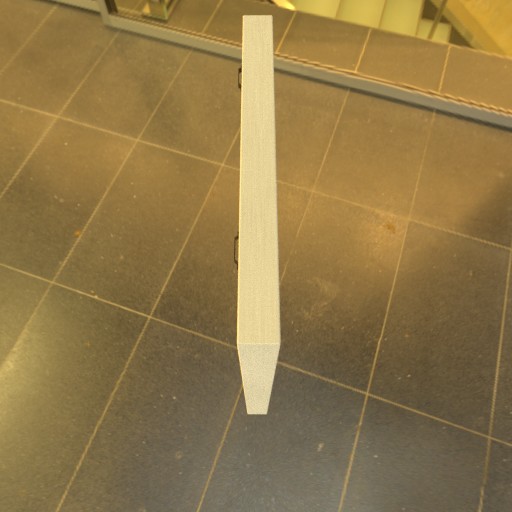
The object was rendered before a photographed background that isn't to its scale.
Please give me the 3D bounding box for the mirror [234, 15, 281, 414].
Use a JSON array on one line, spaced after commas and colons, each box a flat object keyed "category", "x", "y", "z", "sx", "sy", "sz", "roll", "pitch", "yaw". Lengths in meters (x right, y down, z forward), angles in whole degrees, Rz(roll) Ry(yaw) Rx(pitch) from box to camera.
[{"category": "mirror", "x": 0.000, "y": 0.000, "z": 0.680, "sx": 0.041, "sy": 0.509, "sz": 0.406, "roll": 0, "pitch": 64, "yaw": 0}]
